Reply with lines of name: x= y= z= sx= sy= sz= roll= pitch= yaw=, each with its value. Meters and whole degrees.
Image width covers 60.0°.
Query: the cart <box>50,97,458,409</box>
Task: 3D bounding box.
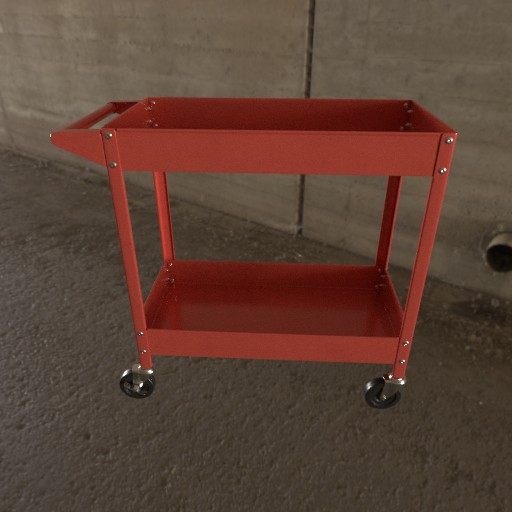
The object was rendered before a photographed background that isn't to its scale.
cart: x=0.000 y=0.000 z=1.142 sx=0.779 sy=0.719 sz=0.366 roll=2 pitch=29 yaw=3
